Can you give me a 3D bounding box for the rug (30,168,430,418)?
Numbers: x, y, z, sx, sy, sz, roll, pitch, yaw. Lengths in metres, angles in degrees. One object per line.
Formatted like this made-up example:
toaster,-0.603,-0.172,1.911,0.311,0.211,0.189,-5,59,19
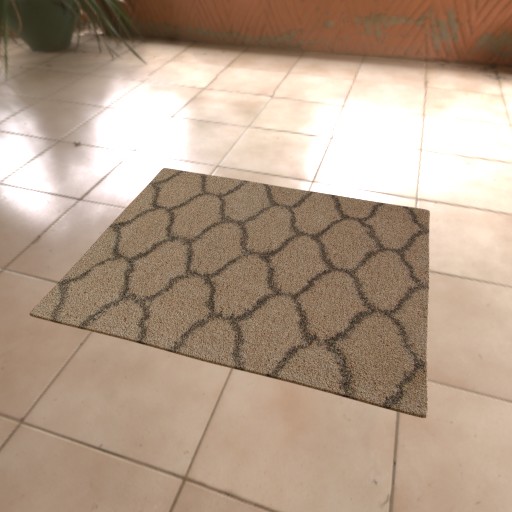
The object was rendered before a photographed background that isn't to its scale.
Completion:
rug,0.000,0.000,4.002,3.000,0.026,2.399,11,42,13
